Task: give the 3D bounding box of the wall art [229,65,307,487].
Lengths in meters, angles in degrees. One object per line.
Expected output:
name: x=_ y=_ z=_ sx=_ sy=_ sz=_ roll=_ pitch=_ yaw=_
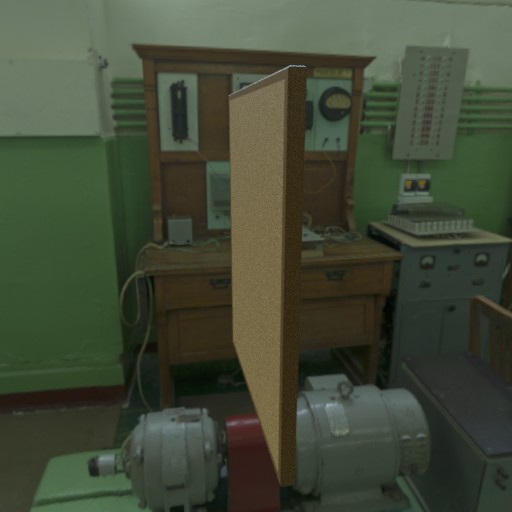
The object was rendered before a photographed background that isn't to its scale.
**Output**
wall art: x=0.000 y=0.000 z=0.761 sx=0.021 sy=0.550 sz=0.449 roll=-3 pitch=16 yaw=-11
